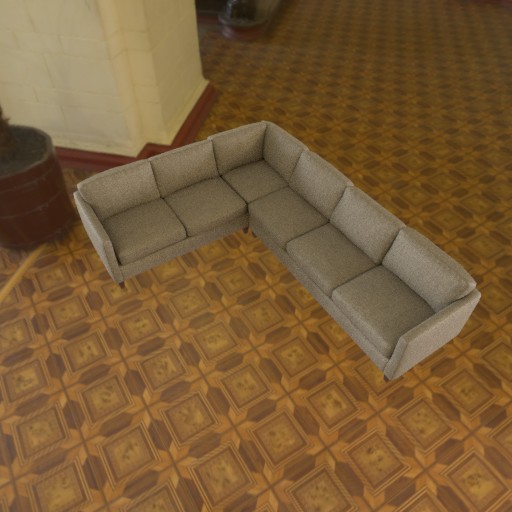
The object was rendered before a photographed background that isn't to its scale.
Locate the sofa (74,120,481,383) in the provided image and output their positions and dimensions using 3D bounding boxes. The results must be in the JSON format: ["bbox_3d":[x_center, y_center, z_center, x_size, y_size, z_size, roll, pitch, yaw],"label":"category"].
[{"bbox_3d":[0.000,0.000,4.423,2.593,0.947,3.302,-25,52,-22],"label":"sofa"}]
